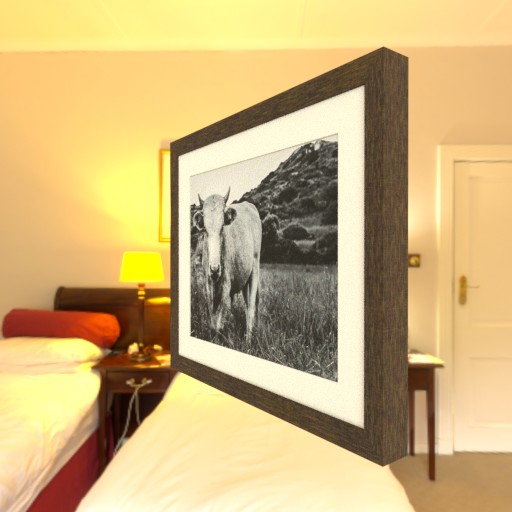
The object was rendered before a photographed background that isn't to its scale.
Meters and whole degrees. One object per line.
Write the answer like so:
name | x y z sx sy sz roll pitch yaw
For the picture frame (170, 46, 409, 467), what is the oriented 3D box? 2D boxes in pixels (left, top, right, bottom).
picture frame | 0.000 0.000 0.509 0.033 0.330 0.378 0 0 -37
